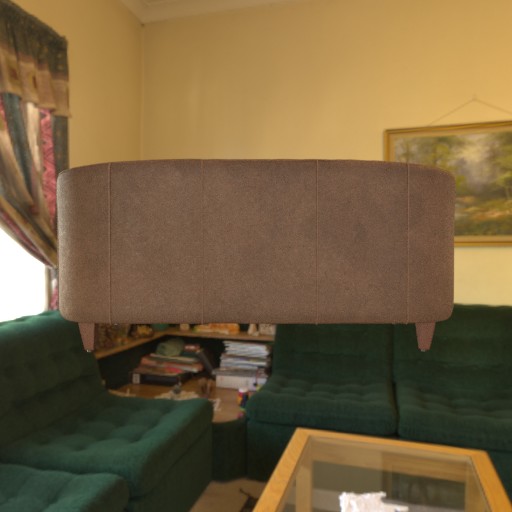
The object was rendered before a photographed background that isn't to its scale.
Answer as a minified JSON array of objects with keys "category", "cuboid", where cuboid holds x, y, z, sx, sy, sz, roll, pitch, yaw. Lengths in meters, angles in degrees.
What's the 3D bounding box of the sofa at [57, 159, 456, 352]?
[{"category":"sofa","cuboid":[0.000,0.000,2.208,1.767,0.799,0.917,0,1,0]}]
